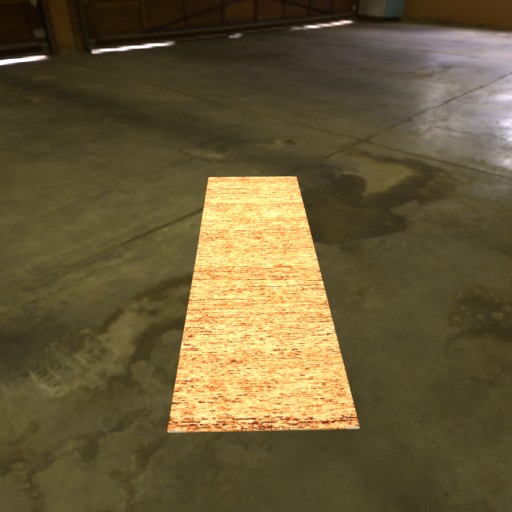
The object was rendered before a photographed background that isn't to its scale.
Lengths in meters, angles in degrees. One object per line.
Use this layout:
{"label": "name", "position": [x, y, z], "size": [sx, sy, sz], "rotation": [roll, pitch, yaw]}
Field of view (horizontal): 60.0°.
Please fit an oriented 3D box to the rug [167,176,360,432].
{"label": "rug", "position": [0.000, 0.000, 2.485], "size": [0.680, 0.014, 2.237], "rotation": [-1, 33, -1]}
